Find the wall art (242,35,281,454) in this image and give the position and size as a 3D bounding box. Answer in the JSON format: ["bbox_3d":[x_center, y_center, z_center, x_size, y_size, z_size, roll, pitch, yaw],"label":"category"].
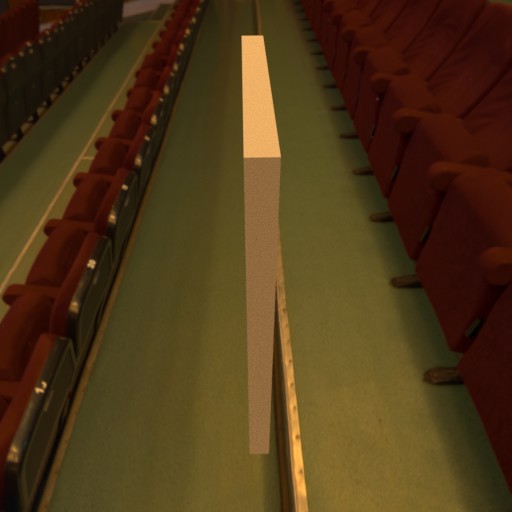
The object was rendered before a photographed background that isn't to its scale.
[{"bbox_3d":[0.000,0.000,0.548,0.025,0.428,0.293,-1,41,-1],"label":"wall art"}]
